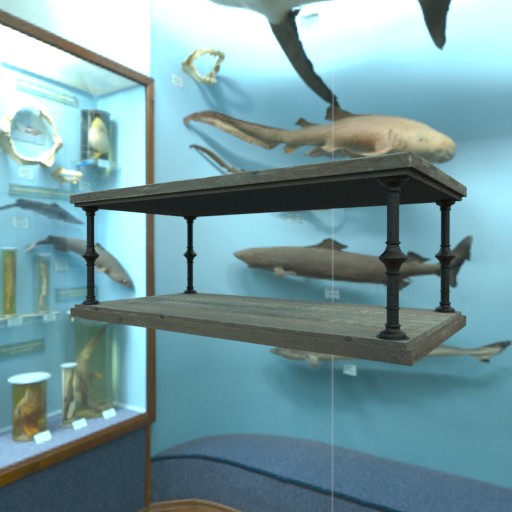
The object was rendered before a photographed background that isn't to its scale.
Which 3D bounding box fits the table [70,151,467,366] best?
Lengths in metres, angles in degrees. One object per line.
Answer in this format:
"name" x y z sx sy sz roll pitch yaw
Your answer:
"table" 0.000 0.000 1.358 1.088 0.399 0.554 0 1 35
